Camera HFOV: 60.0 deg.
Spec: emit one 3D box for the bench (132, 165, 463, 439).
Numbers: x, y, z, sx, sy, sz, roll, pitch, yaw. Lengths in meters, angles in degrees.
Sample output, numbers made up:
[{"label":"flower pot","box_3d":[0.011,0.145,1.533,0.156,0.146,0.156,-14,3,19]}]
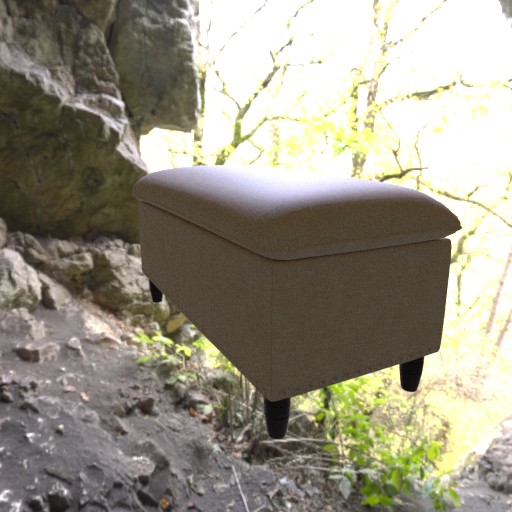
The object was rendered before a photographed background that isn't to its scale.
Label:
[{"label":"bench","box_3d":[0.000,0.000,1.246,0.483,0.483,0.991,-8,16,-27]}]
